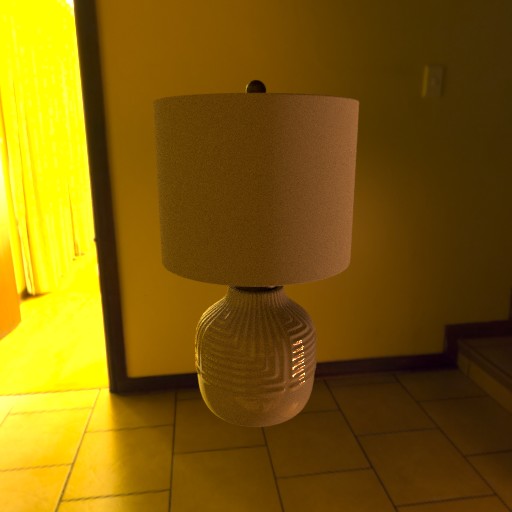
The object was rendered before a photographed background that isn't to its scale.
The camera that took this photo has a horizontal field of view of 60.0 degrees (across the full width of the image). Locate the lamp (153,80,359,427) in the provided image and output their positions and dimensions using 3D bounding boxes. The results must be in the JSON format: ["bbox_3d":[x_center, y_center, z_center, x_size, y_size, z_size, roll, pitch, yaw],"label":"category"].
[{"bbox_3d":[0.000,0.000,0.763,0.318,0.567,0.318,0,15,0],"label":"lamp"}]
